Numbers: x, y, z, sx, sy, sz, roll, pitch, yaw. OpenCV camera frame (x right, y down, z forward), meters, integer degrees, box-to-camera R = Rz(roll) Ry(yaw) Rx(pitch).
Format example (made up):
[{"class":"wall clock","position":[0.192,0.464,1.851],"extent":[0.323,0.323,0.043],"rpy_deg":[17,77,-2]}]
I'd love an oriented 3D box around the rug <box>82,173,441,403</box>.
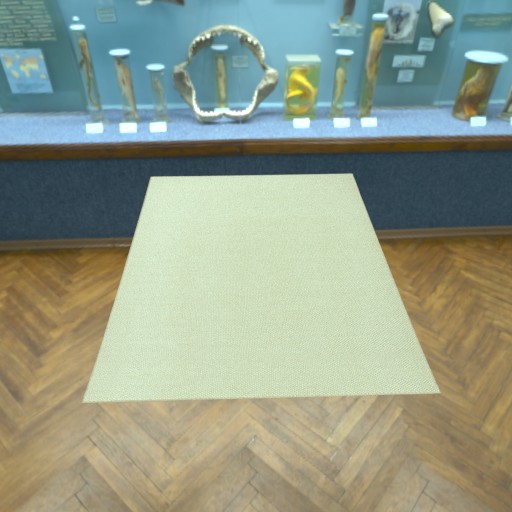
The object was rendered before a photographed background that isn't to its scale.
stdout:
[{"class":"rug","position":[0.000,0.000,4.197],"extent":[2.462,0.018,3.039],"rpy_deg":[-1,40,-1]}]
